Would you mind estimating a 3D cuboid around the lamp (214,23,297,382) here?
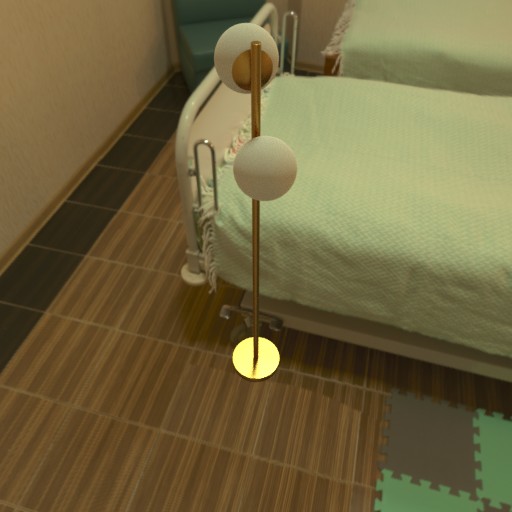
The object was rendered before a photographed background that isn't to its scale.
[{"bbox_3d":[0.000,0.000,1.754,0.249,1.641,0.419,-10,48,-10],"label":"lamp"}]
